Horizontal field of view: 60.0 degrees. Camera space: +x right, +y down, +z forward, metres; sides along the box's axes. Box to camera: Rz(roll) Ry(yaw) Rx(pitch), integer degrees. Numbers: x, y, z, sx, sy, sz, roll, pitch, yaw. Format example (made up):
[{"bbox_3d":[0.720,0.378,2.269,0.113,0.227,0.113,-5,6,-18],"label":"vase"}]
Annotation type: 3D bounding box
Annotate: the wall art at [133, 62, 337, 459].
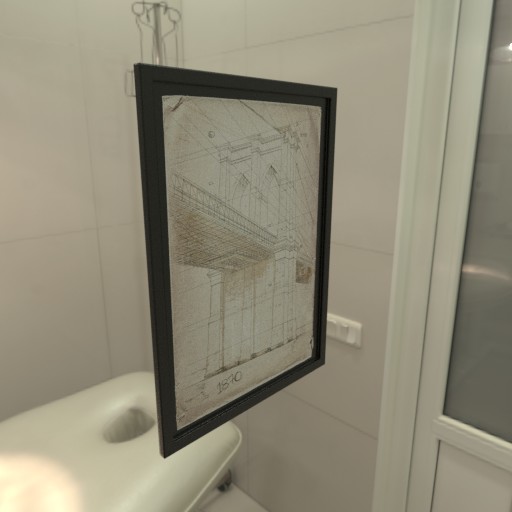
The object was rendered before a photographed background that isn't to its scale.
[{"bbox_3d":[0.000,0.000,0.877,0.016,0.657,0.480,15,21,43],"label":"wall art"}]
